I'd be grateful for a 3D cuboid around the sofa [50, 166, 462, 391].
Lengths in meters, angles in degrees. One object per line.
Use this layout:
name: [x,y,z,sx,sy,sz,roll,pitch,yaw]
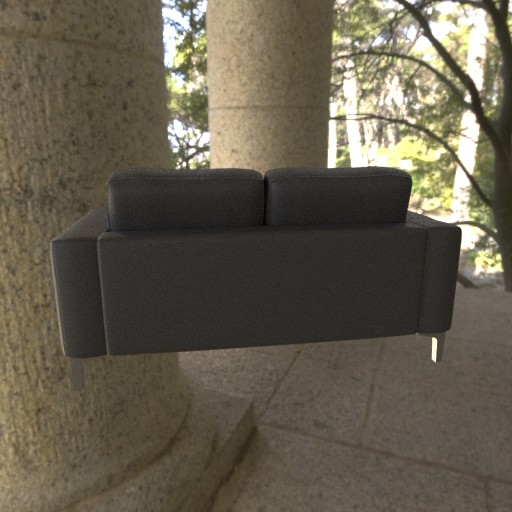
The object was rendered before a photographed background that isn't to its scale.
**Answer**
sofa: [0.000,0.000,2.212,1.726,0.892,0.833,-2,15,-9]
